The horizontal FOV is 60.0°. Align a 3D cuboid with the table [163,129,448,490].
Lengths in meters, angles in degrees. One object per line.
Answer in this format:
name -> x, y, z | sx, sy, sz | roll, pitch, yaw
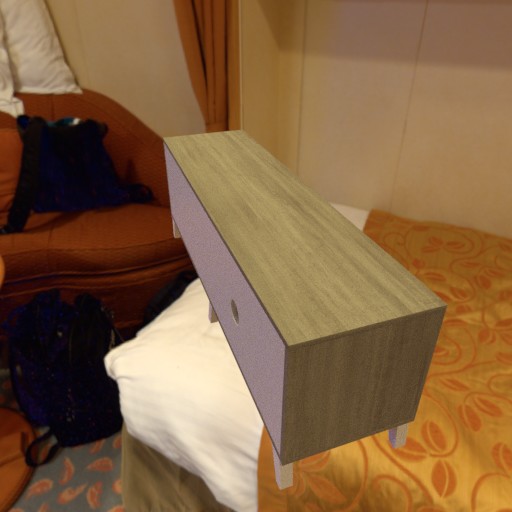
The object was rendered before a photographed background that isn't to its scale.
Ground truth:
table -> 0.000, 0.000, 1.704 | 0.400, 0.530, 1.500 | -11, 33, -17
